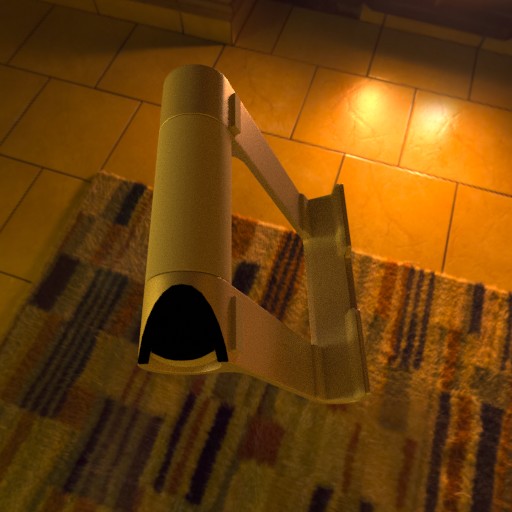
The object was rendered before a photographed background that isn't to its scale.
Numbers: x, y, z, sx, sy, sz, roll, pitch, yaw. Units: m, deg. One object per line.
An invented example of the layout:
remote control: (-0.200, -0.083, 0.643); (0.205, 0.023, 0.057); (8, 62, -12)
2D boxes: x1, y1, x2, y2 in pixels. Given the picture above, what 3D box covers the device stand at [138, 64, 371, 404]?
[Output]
device stand: (0.000, 0.000, 0.150); (0.079, 0.084, 0.086); (-1, 64, -1)
